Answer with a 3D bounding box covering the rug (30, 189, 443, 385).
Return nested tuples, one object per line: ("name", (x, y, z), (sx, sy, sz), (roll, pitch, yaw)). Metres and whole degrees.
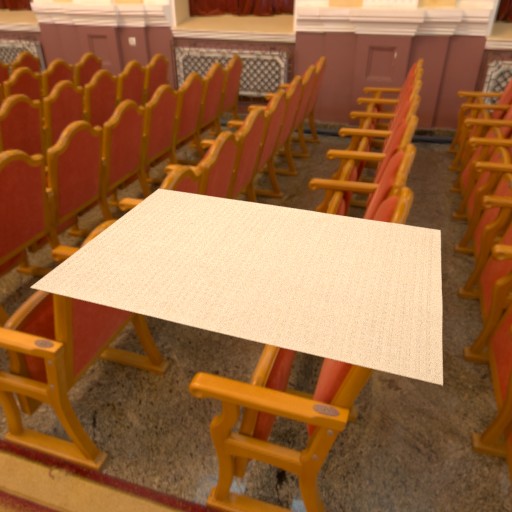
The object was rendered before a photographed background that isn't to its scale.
("rug", (0.000, 0.000, 2.896), (2.289, 0.006, 1.523), (10, 33, 16))
